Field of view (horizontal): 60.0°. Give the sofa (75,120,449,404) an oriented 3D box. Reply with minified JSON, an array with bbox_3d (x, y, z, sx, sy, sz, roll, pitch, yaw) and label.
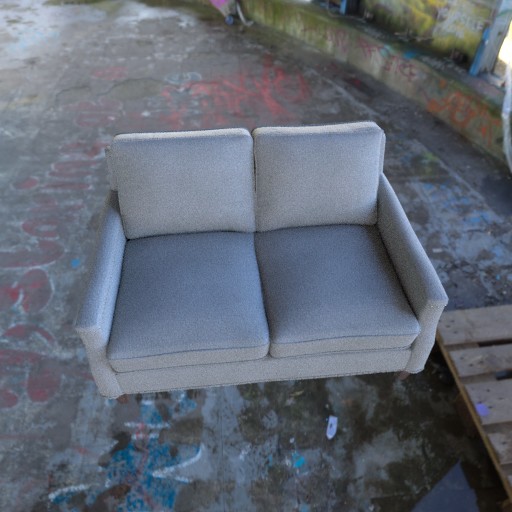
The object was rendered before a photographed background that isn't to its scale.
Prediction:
[{"bbox_3d":[0.000,0.000,2.265,1.597,1.003,1.084,-4,47,-4],"label":"sofa"}]
